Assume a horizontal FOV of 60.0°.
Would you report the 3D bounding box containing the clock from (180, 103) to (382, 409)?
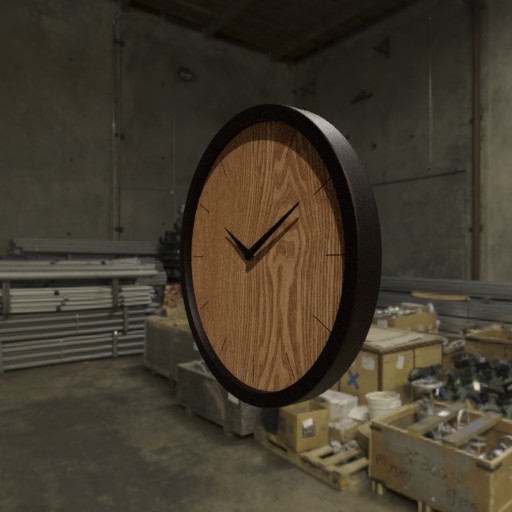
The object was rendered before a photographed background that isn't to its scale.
[{"bbox_3d":[0.000,0.000,0.480,0.029,0.314,0.314,0,-1,-36],"label":"clock"}]
